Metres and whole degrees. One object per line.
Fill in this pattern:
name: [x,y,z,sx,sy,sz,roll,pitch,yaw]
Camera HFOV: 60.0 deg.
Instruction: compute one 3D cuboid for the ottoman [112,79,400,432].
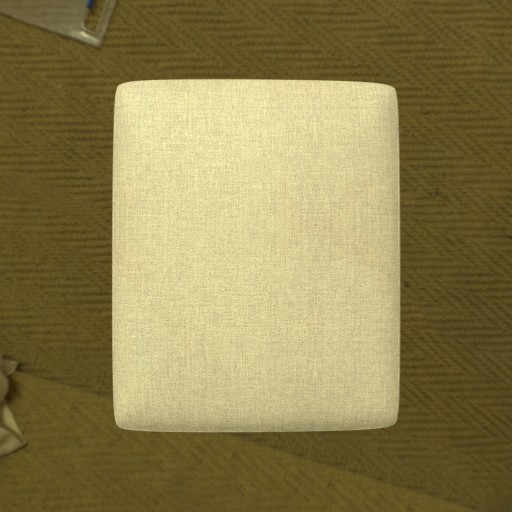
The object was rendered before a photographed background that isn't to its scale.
ottoman: [0.000,0.000,1.200,0.671,0.490,0.820,0,90,-1]
